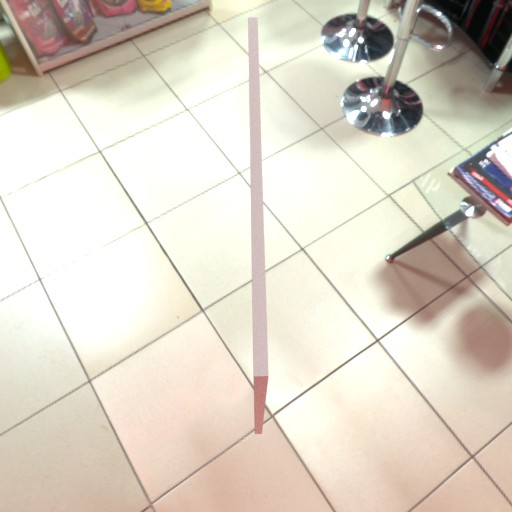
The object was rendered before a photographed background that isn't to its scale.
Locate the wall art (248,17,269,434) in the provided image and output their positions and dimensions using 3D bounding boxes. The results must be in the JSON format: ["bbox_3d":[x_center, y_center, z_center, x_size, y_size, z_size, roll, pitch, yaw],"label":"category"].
[{"bbox_3d":[0.000,0.000,1.178,0.022,0.803,0.805,-1,63,0],"label":"wall art"}]
